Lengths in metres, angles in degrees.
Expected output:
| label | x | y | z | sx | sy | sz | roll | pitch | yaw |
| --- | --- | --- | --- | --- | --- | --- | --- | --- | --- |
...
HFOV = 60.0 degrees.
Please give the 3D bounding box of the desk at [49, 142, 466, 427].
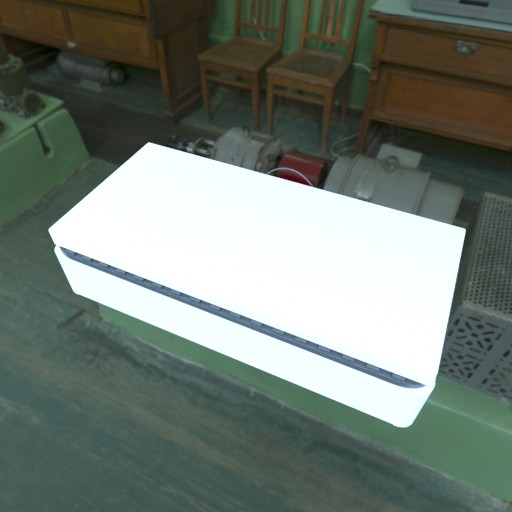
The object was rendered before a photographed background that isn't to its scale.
| label | x | y | z | sx | sy | sz | roll | pitch | yaw |
| --- | --- | --- | --- | --- | --- | --- | --- | --- | --- |
| desk | 0.000 | 0.000 | 2.285 | 1.900 | 0.526 | 0.900 | 18 | 49 | 17 |
